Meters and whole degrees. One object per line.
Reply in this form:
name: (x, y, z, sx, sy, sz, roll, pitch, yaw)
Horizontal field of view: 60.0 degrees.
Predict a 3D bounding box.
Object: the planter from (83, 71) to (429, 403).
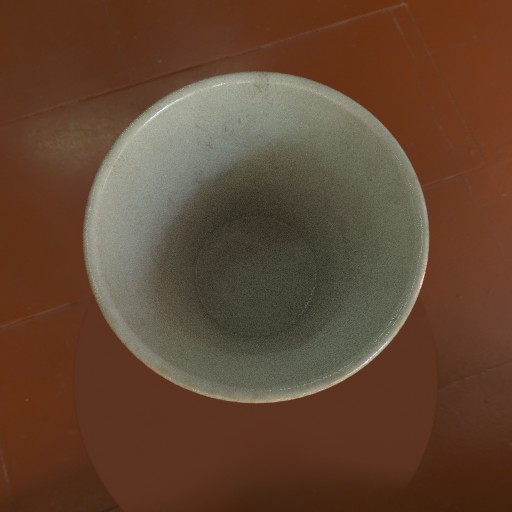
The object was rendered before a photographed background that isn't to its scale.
planter: (0.000, 0.000, 0.327, 0.193, 0.165, 0.193, 0, 76, 0)
